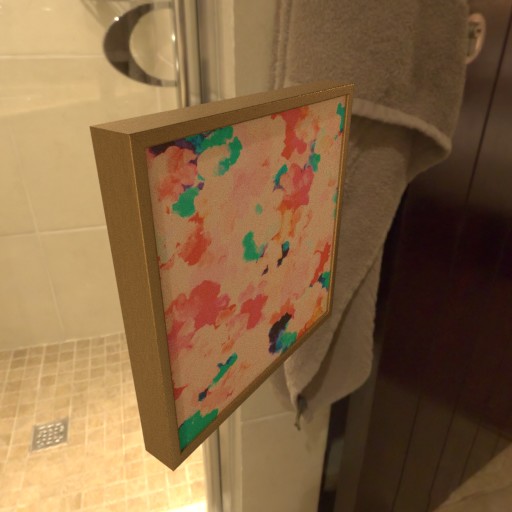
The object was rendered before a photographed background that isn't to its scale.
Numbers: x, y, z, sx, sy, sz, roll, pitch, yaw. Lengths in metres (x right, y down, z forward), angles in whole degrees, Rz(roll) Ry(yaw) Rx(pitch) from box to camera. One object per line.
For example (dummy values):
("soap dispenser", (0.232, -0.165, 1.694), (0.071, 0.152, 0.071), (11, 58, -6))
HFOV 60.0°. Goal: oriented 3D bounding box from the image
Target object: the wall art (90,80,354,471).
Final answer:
("wall art", (0.000, 0.000, 0.451), (0.038, 0.305, 0.304), (19, 34, 32))
